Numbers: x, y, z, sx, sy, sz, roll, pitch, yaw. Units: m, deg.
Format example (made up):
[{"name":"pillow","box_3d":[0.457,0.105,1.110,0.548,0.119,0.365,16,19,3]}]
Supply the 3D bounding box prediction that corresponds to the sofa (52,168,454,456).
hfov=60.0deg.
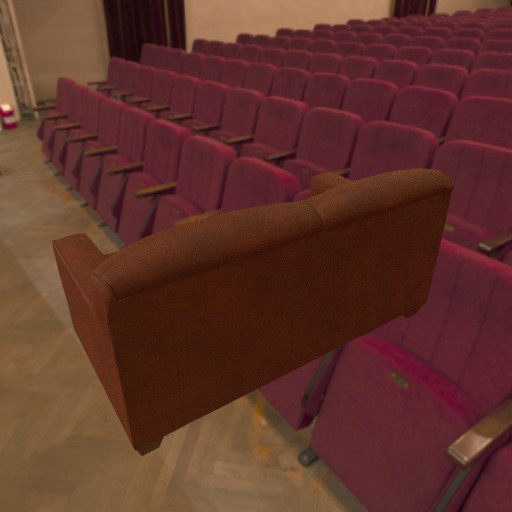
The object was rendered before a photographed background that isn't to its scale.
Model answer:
[{"name":"sofa","box_3d":[0.000,0.000,2.373,1.856,0.966,1.000,-18,34,-29]}]
